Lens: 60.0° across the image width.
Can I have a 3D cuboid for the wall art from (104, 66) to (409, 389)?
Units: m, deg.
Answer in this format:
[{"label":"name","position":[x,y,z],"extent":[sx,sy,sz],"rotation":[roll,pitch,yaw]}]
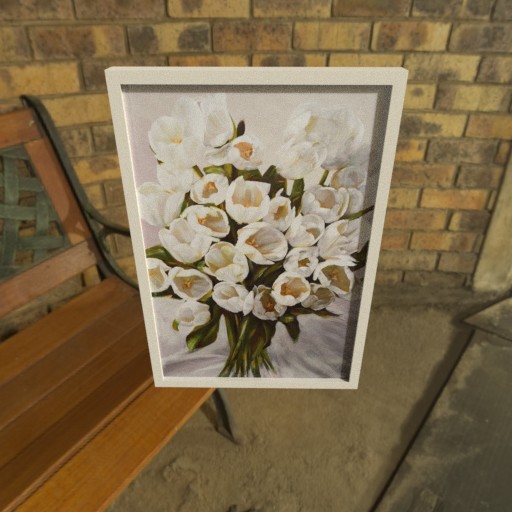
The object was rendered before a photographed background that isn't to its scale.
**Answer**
[{"label":"wall art","position":[0.000,0.000,0.837],"extent":[0.450,0.657,0.038],"rotation":[0,30,1]}]
